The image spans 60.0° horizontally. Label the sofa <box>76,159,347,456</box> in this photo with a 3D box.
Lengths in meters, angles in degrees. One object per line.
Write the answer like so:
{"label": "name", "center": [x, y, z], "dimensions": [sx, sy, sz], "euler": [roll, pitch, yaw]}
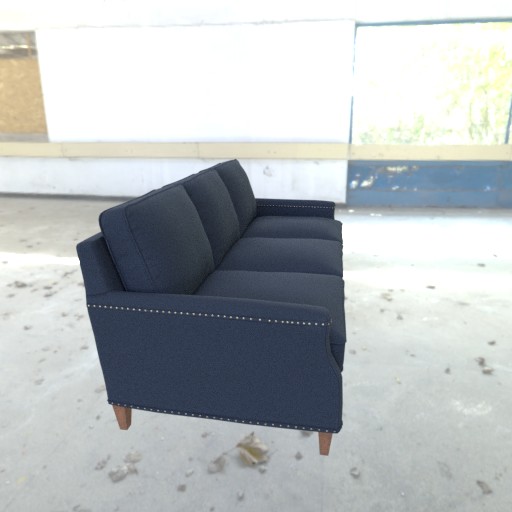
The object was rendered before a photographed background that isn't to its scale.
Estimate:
{"label": "sofa", "center": [0.000, 0.000, 2.758], "dimensions": [1.084, 1.003, 2.246], "euler": [3, 18, 10]}
